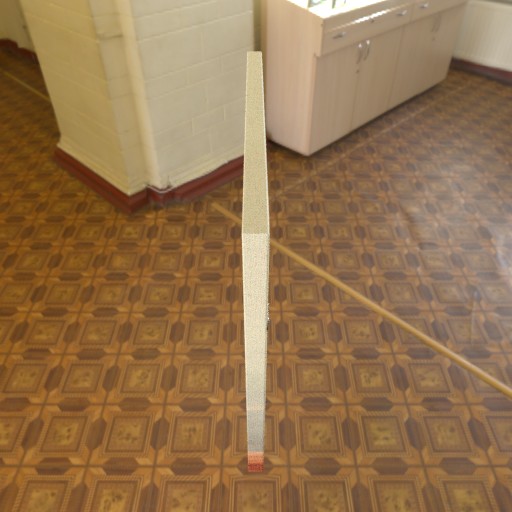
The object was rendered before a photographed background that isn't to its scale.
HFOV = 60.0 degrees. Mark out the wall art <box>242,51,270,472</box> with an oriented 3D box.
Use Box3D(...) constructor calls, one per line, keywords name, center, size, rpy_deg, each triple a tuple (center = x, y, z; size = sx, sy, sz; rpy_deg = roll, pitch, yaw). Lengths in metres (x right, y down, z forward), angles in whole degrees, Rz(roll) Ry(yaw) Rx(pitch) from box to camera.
Box3D(name="wall art", center=(0.000, 0.000, 0.603), size=(0.023, 0.405, 0.405), rpy_deg=(0, 42, 0))
